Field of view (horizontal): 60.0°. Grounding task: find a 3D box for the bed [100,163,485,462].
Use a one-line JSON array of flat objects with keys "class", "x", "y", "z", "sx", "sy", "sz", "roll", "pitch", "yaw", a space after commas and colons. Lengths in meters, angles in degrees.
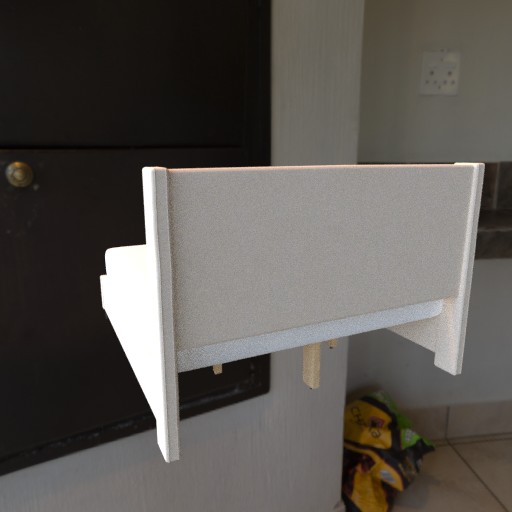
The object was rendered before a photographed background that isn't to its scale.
[{"class": "bed", "x": 0.000, "y": 0.000, "z": 3.531, "sx": 2.145, "sy": 1.471, "sz": 2.293, "roll": -6, "pitch": 15, "yaw": -25}]
